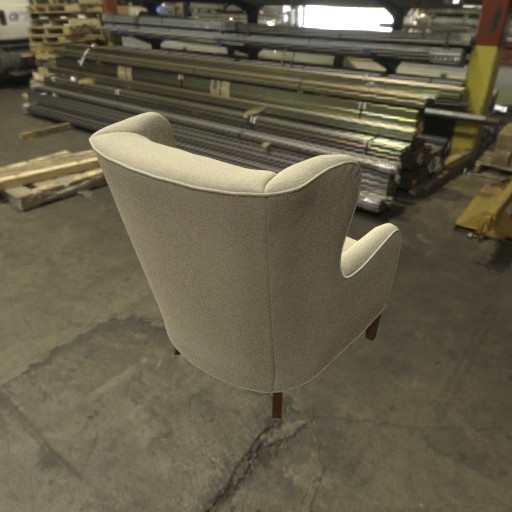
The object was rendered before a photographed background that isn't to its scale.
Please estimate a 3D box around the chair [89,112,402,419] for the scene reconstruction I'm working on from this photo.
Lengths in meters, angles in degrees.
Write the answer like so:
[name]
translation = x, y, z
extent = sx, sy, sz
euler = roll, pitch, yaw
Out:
[chair]
translation = 0.000, 0.000, 1.730
extent = 0.838, 1.040, 0.966
euler = 22, 38, 32
